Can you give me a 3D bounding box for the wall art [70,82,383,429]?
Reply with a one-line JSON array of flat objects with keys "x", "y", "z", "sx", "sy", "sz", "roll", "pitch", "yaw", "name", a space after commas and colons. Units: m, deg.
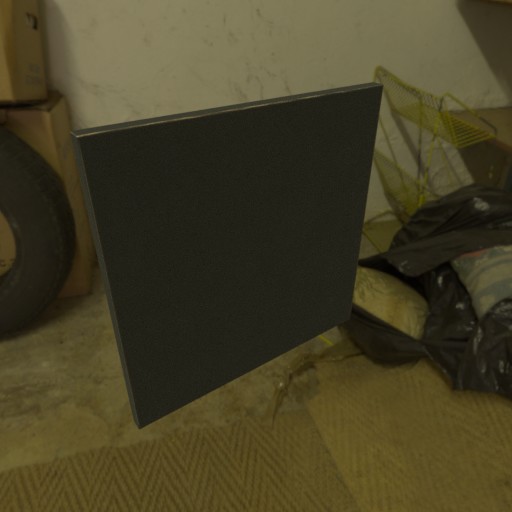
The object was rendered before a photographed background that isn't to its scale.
[{"x": 0.000, "y": 0.000, "z": 0.454, "sx": 0.304, "sy": 0.303, "sz": 0.015, "roll": -20, "pitch": 37, "yaw": -29, "name": "wall art"}]
